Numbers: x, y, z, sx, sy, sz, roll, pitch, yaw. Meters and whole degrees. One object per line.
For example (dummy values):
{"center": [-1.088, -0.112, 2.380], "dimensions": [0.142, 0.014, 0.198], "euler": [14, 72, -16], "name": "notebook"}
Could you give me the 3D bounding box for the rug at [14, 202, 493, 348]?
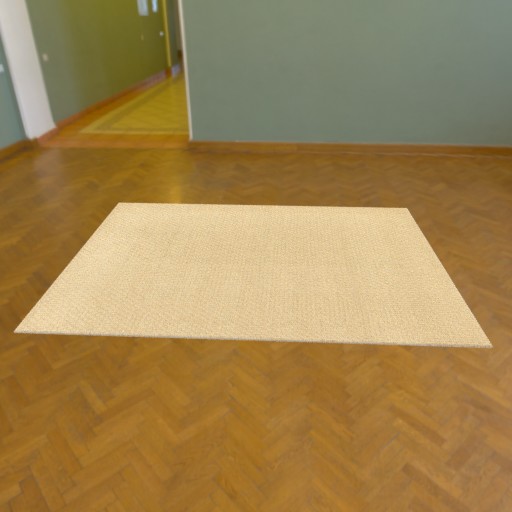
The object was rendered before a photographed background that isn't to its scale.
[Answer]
{"center": [0.000, 0.000, 2.638], "dimensions": [2.144, 0.013, 1.509], "euler": [1, 30, 2], "name": "rug"}
